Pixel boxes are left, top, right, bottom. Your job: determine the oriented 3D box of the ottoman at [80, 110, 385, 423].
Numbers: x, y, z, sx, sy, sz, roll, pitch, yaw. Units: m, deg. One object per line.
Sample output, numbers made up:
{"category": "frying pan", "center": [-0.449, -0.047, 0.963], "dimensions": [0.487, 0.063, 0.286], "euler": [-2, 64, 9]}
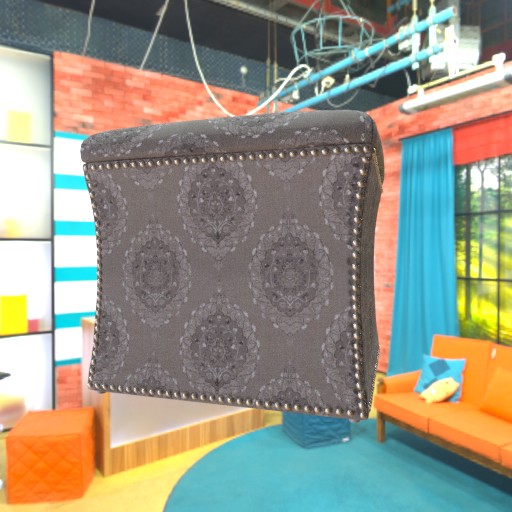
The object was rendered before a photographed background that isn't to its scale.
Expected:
{"category": "ottoman", "center": [0.000, 0.000, 0.913], "dimensions": [0.507, 0.473, 0.497], "euler": [0, 1, 17]}
